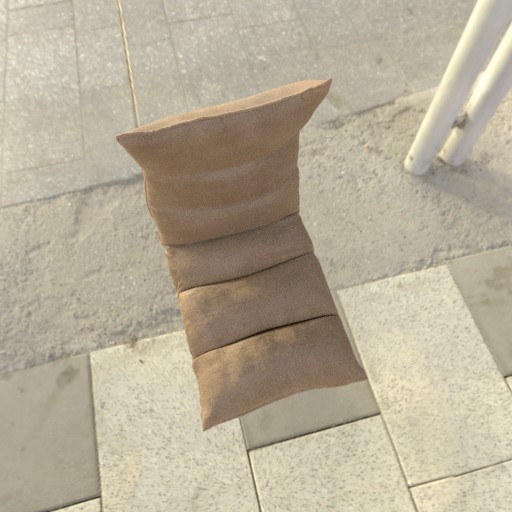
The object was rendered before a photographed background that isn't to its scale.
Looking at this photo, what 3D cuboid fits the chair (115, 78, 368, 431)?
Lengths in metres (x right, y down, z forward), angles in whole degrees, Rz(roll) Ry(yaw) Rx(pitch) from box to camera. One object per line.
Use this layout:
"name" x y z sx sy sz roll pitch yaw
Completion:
"chair" 0.000 0.000 1.639 0.714 0.892 0.985 -15 63 -8
